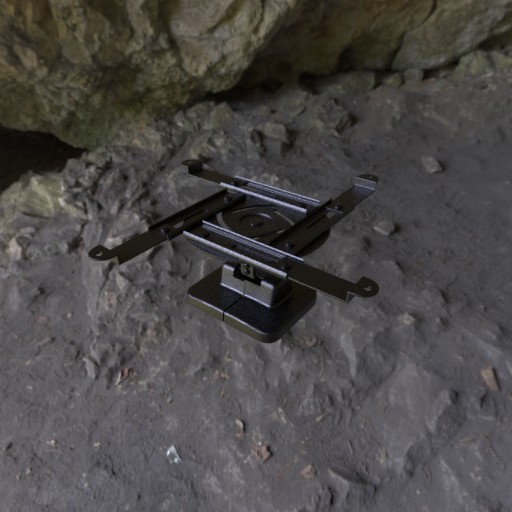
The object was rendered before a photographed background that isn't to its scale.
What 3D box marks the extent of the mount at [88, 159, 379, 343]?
[{"bbox_3d":[0.000,0.000,0.603,0.394,0.141,0.394,22,39,31],"label":"mount"}]
